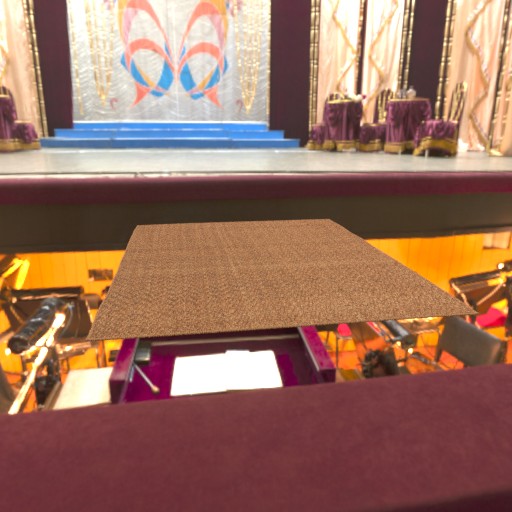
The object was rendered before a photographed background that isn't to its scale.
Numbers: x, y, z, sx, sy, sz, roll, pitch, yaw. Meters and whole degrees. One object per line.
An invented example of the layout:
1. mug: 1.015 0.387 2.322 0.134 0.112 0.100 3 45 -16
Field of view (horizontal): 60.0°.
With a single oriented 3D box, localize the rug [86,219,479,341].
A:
1. rug: 0.000 0.000 4.087 2.439 0.013 3.048 -3 17 -9
